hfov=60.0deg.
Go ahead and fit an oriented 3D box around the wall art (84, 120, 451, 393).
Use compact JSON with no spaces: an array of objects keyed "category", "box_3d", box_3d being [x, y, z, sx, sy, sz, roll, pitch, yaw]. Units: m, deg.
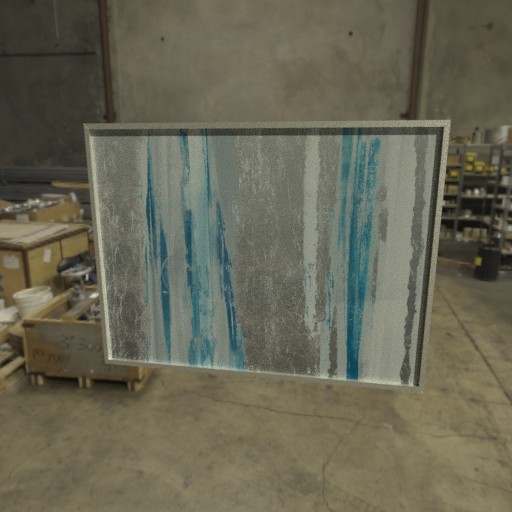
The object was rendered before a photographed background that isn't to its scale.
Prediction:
[{"category":"wall art","box_3d":[0.000,0.000,1.388,1.056,0.801,0.066,2,14,10]}]
